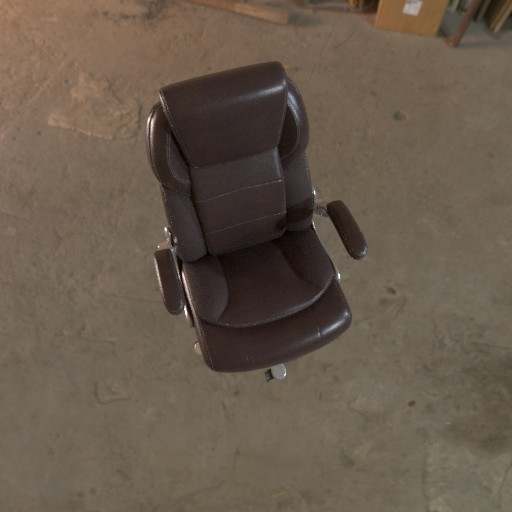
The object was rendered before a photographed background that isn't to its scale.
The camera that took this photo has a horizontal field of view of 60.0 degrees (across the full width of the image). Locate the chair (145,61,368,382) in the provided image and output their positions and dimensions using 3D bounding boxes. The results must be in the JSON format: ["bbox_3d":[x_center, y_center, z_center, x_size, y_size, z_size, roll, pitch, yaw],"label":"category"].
[{"bbox_3d":[0.000,0.000,1.693,0.733,1.160,0.774,-16,65,-8],"label":"chair"}]
